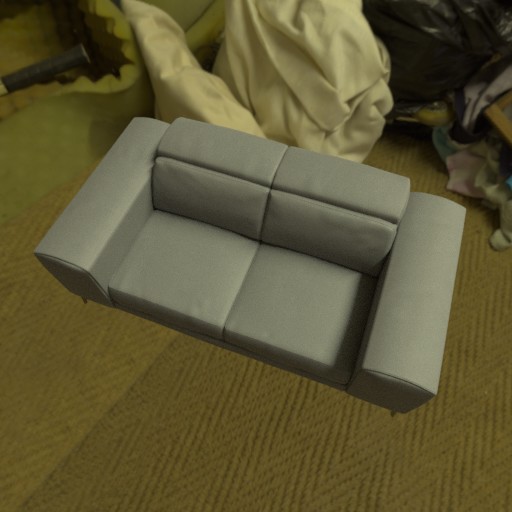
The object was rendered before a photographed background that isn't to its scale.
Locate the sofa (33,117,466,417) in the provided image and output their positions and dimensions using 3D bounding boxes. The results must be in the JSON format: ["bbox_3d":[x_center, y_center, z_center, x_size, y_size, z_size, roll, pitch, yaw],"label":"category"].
[{"bbox_3d":[0.000,0.000,2.328,1.895,0.779,1.003,18,60,11],"label":"sofa"}]
